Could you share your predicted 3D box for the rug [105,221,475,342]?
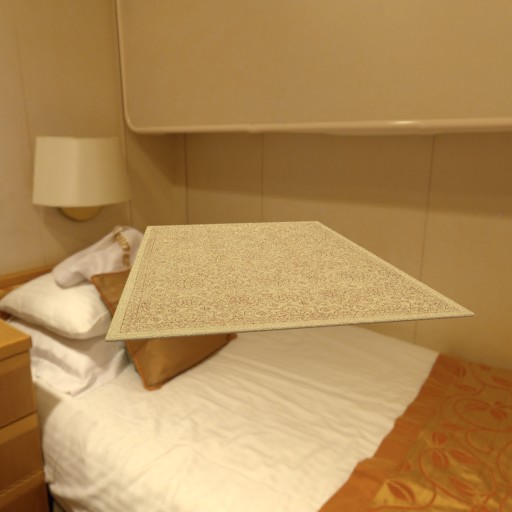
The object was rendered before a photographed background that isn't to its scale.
[{"bbox_3d":[0.000,0.000,2.287,1.219,0.010,1.829,-2,15,-9],"label":"rug"}]
